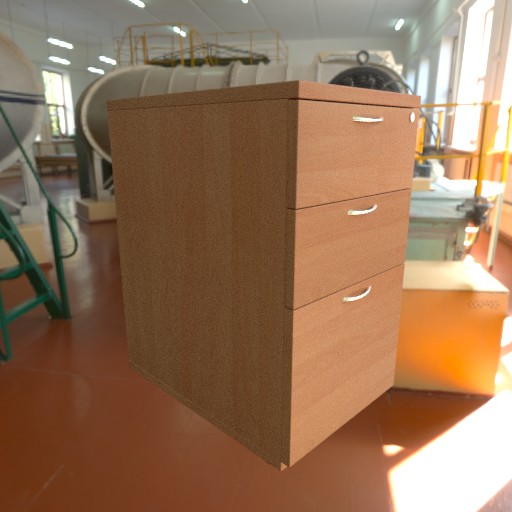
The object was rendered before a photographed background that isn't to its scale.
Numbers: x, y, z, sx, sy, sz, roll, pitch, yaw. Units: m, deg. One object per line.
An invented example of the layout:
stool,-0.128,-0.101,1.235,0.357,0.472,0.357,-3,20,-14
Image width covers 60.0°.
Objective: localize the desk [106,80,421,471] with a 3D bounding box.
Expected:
desk,0.000,0.000,1.083,0.600,0.730,0.404,15,21,43
